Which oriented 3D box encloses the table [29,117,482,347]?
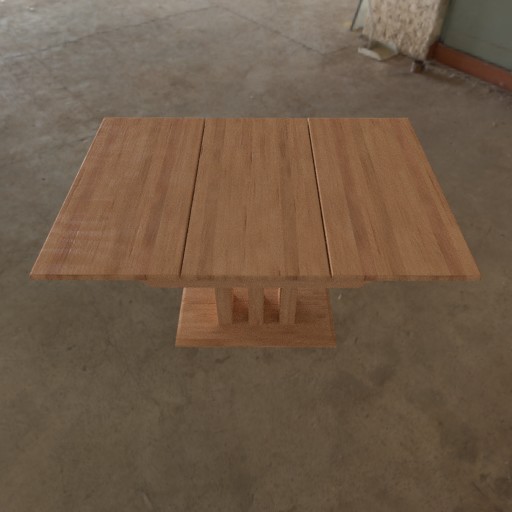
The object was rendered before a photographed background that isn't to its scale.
[{"bbox_3d":[0.000,0.000,1.858,1.300,0.770,0.900,0,46,0],"label":"table"}]
